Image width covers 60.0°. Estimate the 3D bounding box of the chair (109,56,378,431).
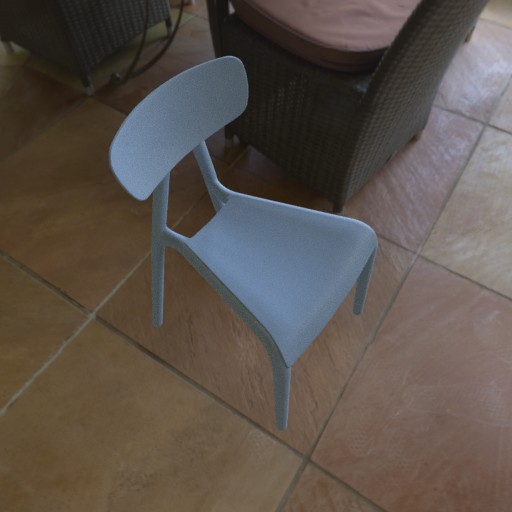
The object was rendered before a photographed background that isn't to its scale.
[{"bbox_3d":[0.000,0.000,0.839,0.401,0.580,0.356,32,63,19],"label":"chair"}]
